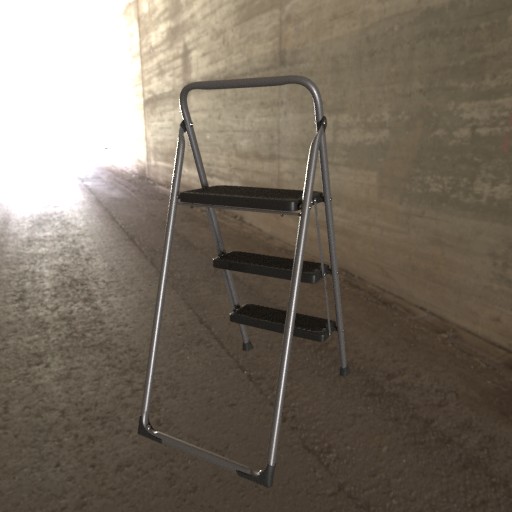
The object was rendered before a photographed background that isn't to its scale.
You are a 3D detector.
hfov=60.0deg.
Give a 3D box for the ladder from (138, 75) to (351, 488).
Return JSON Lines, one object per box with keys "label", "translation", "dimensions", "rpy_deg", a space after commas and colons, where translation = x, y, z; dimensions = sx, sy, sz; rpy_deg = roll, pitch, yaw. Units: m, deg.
{"label": "ladder", "translation": [0.000, 0.000, 1.283], "dimensions": [0.430, 0.945, 0.629], "rpy_deg": [8, 17, 28]}
